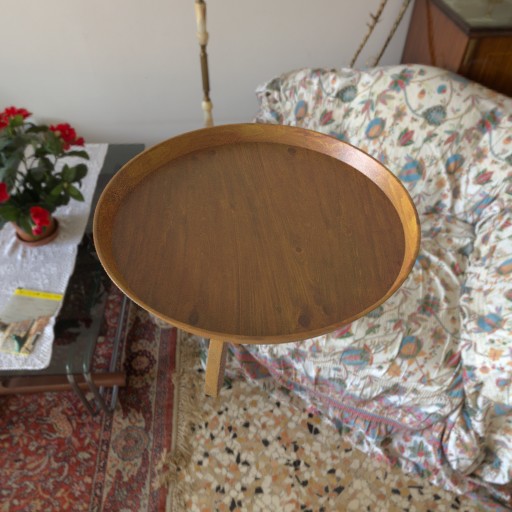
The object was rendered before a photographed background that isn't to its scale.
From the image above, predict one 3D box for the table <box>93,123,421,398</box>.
[{"bbox_3d":[0.000,0.000,1.566,1.016,0.470,1.016,0,46,0],"label":"table"}]
